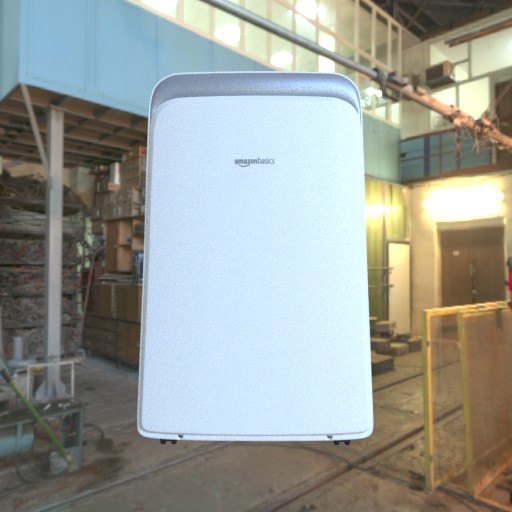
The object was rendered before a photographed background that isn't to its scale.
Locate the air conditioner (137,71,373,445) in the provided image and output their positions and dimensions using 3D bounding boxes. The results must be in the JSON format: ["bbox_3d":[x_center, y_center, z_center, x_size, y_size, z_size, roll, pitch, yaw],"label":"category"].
[{"bbox_3d":[0.000,0.000,1.056,0.478,0.765,0.467,0,-2,1],"label":"air conditioner"}]
